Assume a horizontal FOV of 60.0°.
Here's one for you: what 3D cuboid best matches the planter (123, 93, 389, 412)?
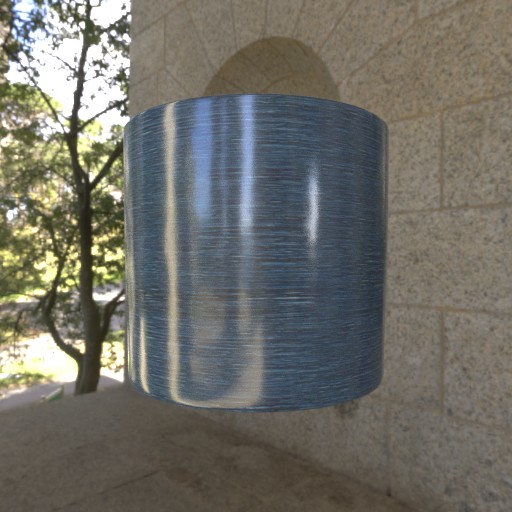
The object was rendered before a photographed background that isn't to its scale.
[{"bbox_3d":[0.000,0.000,0.385,0.221,0.201,0.221,0,0,0],"label":"planter"}]
